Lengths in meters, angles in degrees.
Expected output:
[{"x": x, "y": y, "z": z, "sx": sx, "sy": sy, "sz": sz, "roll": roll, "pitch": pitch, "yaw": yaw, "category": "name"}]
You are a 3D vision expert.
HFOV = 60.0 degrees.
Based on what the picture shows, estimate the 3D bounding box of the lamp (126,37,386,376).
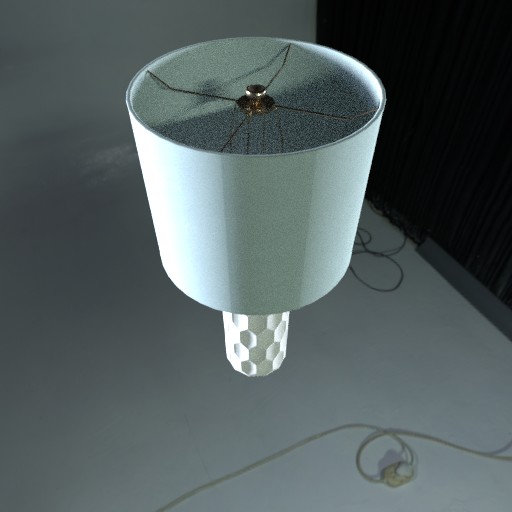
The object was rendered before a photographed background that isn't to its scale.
[{"x": 0.000, "y": 0.000, "z": 0.673, "sx": 0.277, "sy": 0.534, "sz": 0.277, "roll": -24, "pitch": 51, "yaw": -22, "category": "lamp"}]
